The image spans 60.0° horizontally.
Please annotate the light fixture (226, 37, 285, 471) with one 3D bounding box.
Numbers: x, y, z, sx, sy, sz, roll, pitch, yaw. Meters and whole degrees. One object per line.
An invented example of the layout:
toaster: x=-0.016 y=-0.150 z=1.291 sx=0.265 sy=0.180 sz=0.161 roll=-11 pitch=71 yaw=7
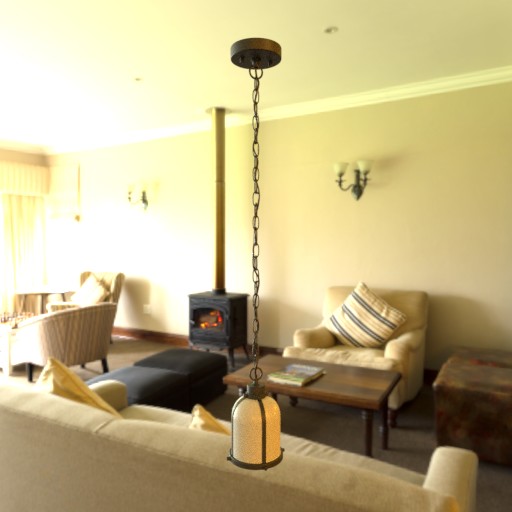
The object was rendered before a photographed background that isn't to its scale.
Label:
light fixture: x=0.000 y=0.000 z=1.285 sx=0.178 sy=1.181 sz=0.178 roll=-1 pitch=2 yaw=-18
